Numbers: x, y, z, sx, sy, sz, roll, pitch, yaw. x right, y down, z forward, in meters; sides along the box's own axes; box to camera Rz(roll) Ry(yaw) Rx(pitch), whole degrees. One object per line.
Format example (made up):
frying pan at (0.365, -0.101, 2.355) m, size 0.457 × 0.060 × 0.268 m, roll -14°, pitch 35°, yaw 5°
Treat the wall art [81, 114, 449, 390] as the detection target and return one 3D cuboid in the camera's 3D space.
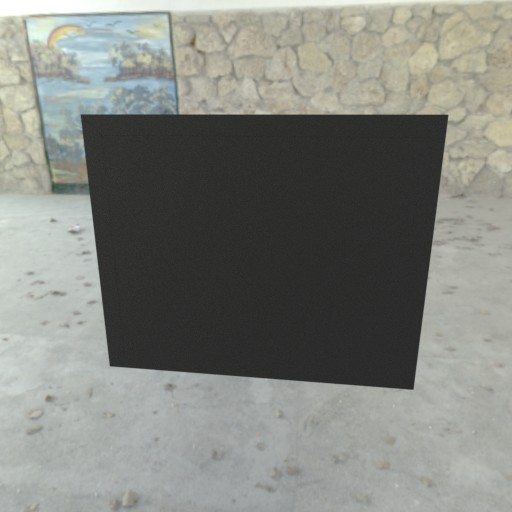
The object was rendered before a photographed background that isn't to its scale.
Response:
wall art at (0.000, 0.000, 0.751) m, size 0.558 × 0.457 × 0.029 m, roll 2°, pitch 18°, yaw 7°
